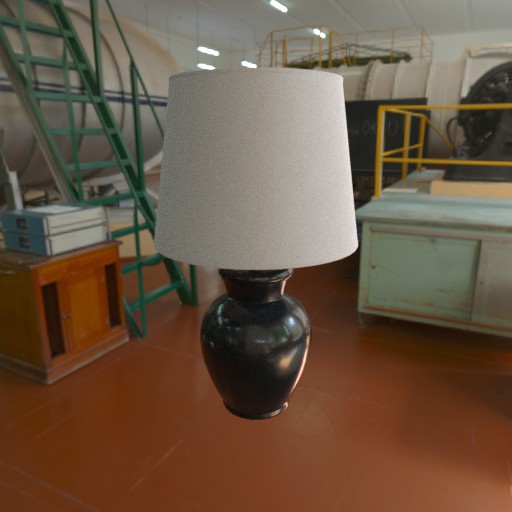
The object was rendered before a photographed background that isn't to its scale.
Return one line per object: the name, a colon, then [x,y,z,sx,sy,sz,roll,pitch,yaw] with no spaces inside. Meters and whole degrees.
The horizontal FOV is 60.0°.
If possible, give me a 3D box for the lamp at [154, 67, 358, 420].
lamp: [0.000,0.000,0.538,0.239,0.399,0.239,0,15,0]
